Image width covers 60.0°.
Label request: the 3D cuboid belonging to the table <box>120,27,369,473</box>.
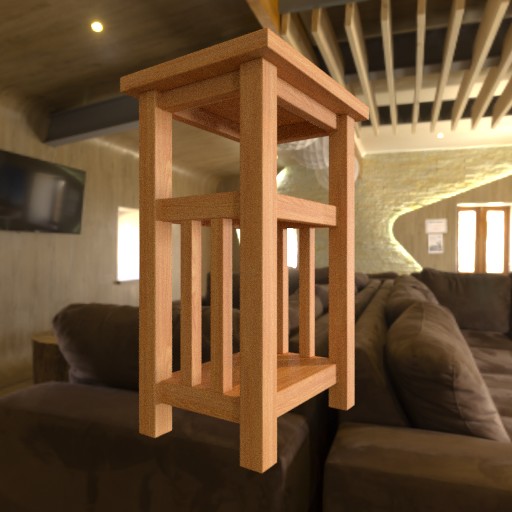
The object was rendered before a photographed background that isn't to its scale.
[{"bbox_3d":[0.000,0.000,0.752,0.270,0.550,0.350,0,0,34],"label":"table"}]
